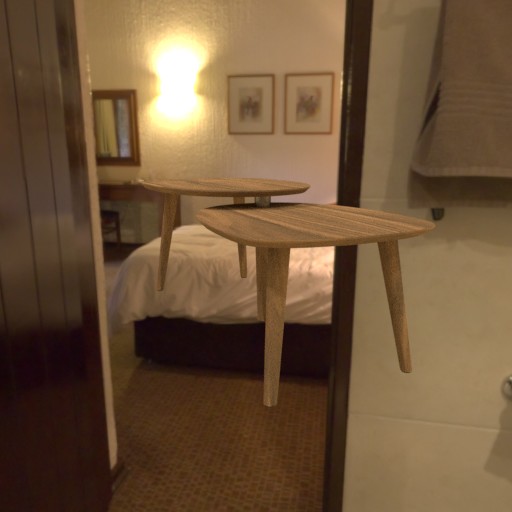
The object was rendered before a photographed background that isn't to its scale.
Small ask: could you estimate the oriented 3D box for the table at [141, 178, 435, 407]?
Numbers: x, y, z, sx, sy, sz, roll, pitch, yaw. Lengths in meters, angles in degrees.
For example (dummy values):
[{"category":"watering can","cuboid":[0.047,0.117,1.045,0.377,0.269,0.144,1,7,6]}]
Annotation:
[{"category":"table","cuboid":[0.000,0.000,1.402,0.527,0.429,1.084,-6,15,-26]}]
